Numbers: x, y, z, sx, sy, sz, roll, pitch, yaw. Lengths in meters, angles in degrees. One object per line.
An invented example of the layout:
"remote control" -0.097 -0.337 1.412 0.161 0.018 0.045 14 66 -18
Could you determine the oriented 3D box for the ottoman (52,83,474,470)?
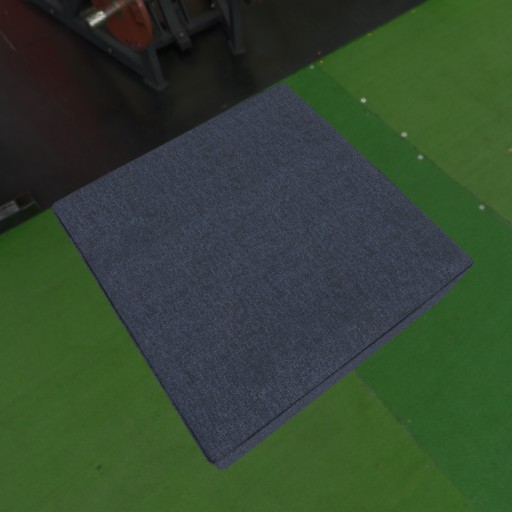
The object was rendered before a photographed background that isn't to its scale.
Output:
"ottoman" 0.000 0.000 1.596 1.023 0.423 1.017 -32 67 -15
